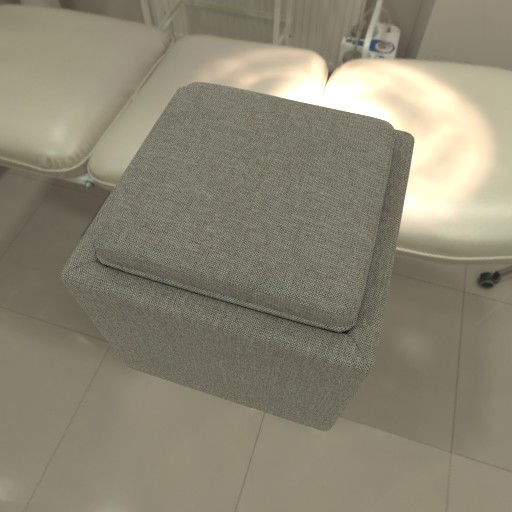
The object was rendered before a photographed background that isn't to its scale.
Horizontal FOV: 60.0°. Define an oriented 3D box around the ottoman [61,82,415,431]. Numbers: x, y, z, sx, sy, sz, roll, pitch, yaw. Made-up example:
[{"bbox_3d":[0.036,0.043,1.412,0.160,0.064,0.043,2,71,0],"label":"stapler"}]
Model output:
[{"bbox_3d":[0.000,0.000,0.841,0.450,0.460,0.450,15,59,9],"label":"ottoman"}]
